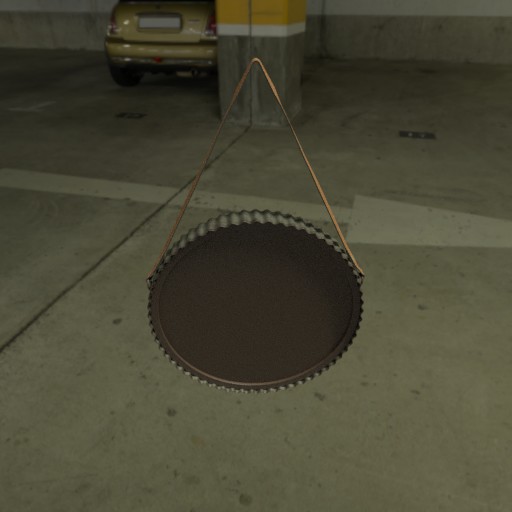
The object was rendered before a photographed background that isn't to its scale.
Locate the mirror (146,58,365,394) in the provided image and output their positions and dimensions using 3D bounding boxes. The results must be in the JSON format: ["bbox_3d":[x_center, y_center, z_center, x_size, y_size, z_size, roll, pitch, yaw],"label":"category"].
[{"bbox_3d":[0.000,0.000,0.694,0.355,0.568,0.042,-1,30,-2],"label":"mirror"}]
